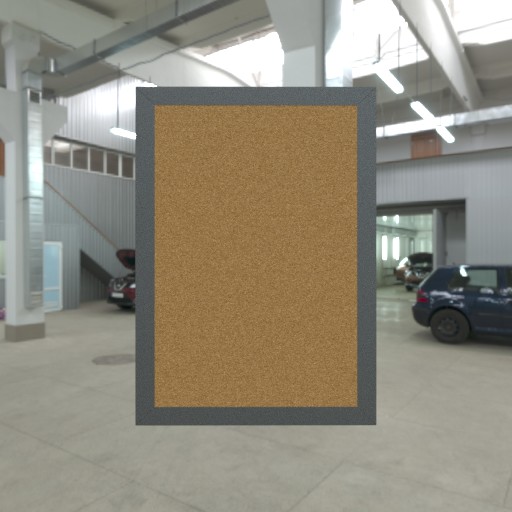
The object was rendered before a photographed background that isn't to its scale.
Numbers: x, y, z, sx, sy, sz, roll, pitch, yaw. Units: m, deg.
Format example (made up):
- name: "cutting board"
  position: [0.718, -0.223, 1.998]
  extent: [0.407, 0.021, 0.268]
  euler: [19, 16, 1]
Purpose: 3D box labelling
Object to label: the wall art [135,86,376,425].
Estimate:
- name: "wall art"
  position: [0.000, 0.000, 0.704]
  extent: [0.380, 0.534, 0.013]
  euler: [0, 0, 0]
